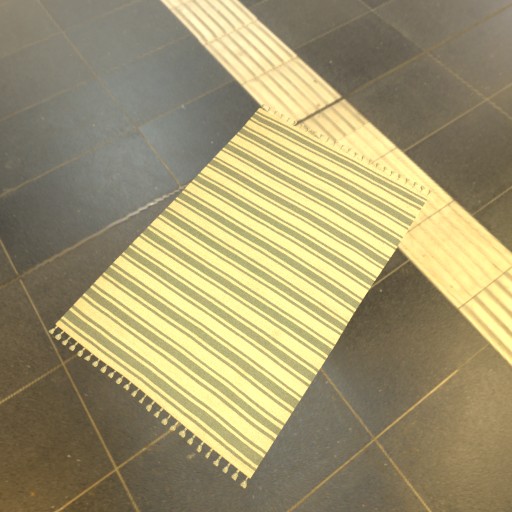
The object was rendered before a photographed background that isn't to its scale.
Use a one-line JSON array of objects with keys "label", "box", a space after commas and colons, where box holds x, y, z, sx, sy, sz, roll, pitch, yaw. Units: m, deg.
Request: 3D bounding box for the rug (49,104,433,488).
[{"label": "rug", "box": [0.000, 0.000, 3.058, 1.539, 0.011, 2.410, 32, 68, 15]}]
